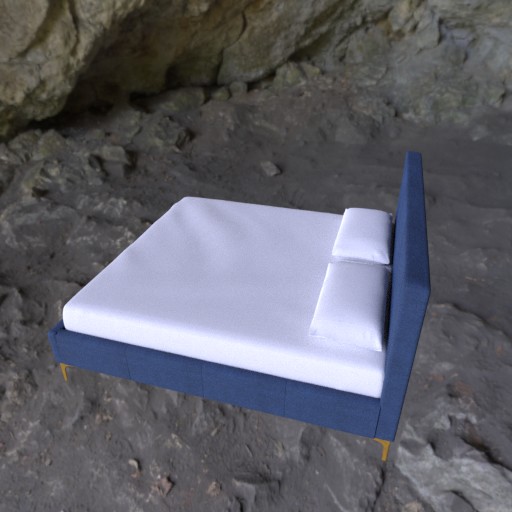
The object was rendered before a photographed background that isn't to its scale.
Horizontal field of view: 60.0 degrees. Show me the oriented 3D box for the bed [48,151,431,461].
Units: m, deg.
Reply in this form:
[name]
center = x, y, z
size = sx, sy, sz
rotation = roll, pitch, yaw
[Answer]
[bed]
center = 0.000, 0.000, 3.379
size = 2.232, 1.231, 2.096
rotation = 9, 32, 14
